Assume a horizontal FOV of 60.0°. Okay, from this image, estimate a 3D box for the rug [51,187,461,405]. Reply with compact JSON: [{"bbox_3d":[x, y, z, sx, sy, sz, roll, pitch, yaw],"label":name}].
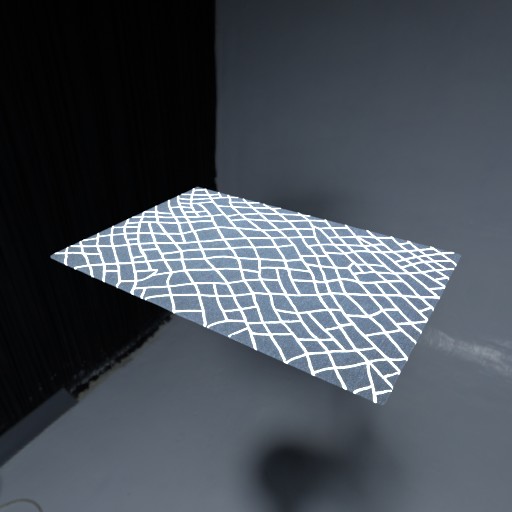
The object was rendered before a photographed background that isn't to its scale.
[{"bbox_3d":[0.000,0.000,2.363,1.830,0.013,1.223,18,34,28],"label":"rug"}]
